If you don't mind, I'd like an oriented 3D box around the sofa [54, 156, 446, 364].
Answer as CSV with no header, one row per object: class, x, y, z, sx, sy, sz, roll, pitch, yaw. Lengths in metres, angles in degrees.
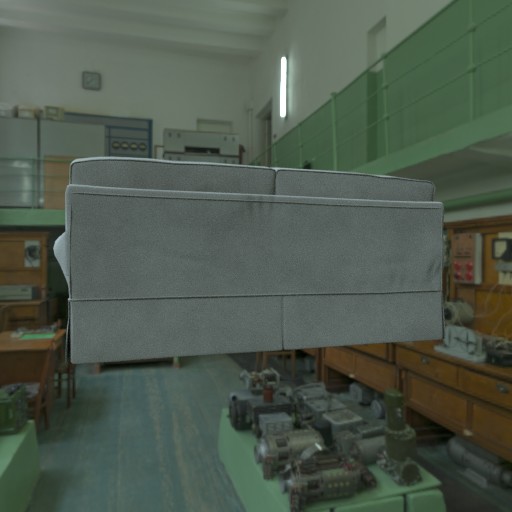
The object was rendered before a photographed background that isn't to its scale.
sofa,0.000,0.000,2.758,2.246,1.014,0.900,0,0,-18
